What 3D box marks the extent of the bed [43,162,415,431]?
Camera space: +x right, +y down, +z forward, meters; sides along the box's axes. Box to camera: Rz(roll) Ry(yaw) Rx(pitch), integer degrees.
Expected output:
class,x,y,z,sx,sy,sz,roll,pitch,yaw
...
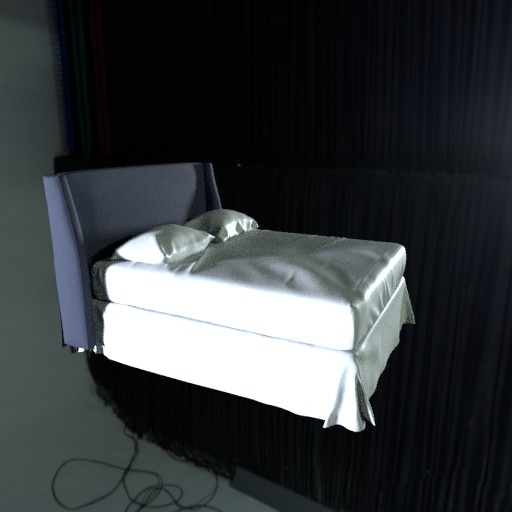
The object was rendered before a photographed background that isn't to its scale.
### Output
class,x,y,z,sx,sy,sz,roll,pitch,yaw
bed,0.000,0.000,3.454,2.276,1.332,1.925,7,16,26
